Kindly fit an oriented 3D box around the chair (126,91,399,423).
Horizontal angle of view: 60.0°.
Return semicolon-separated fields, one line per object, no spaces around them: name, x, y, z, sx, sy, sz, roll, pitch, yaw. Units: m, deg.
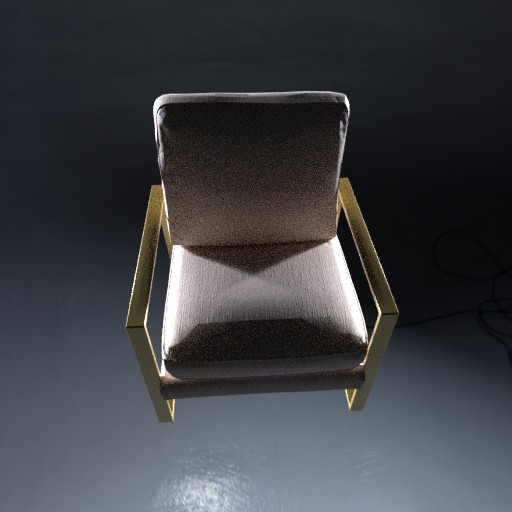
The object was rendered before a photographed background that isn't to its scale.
chair;0.000;0.000;1.551;0.758;0.956;0.813;-2;46;-2
